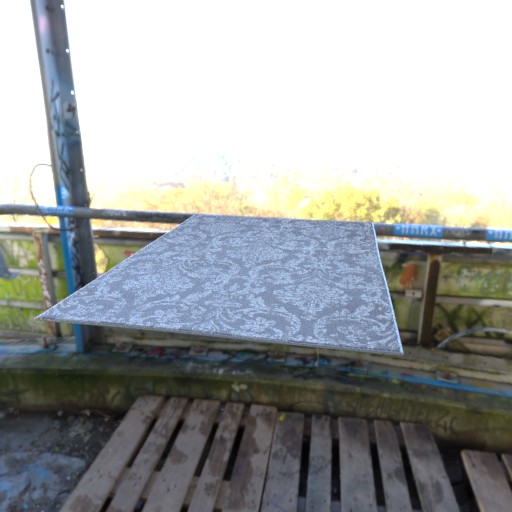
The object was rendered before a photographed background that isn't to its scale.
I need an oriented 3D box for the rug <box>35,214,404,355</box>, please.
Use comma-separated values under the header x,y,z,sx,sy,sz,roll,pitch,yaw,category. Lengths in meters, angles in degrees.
x,y,z,sx,sy,sz,roll,pitch,yaw,category
0.000,0.000,2.858,1.578,0.014,2.206,3,18,11,rug
